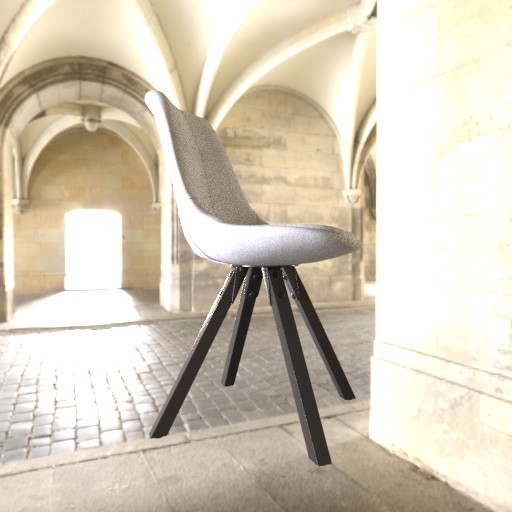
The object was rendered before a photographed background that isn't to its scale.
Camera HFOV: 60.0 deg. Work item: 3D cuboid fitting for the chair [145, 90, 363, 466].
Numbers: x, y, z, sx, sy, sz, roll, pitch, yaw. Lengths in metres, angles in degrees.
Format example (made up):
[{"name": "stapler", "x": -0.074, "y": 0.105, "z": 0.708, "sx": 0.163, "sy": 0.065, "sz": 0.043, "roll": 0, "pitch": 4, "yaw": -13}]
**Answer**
[{"name": "chair", "x": 0.000, "y": 0.000, "z": 1.180, "sx": 0.550, "sy": 0.850, "sz": 0.485, "roll": 0, "pitch": 1, "yaw": 19}]
